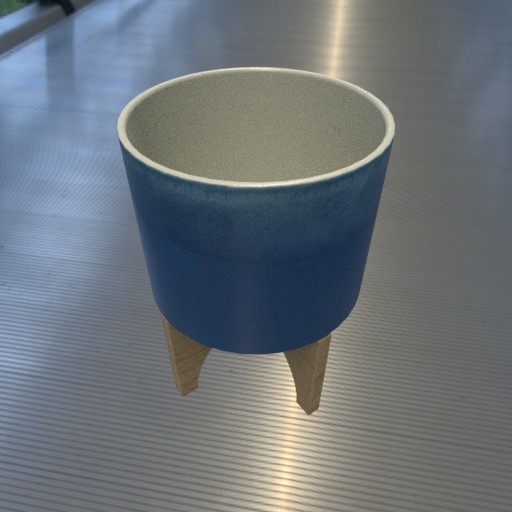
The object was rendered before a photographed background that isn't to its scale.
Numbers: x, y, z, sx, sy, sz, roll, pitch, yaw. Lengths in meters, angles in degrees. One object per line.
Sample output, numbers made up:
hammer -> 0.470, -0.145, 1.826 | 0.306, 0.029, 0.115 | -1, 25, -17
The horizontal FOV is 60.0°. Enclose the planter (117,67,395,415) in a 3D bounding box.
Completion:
planter -> 0.000, 0.000, 0.547 | 0.261, 0.367, 0.261 | 0, 41, 0
